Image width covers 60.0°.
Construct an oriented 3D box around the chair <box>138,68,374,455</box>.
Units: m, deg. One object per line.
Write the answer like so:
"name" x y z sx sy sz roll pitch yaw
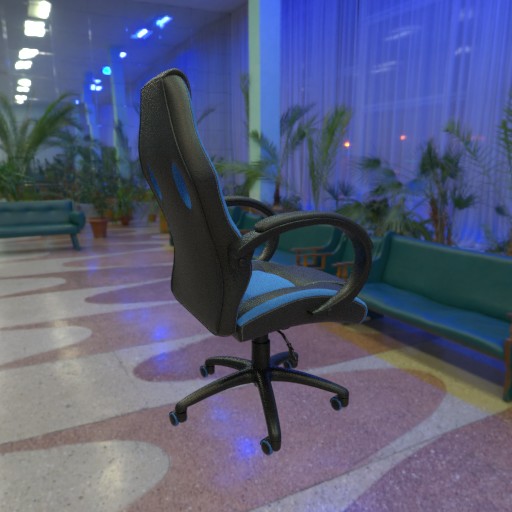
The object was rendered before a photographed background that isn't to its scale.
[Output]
"chair" 0.000 0.000 1.606 0.724 1.187 0.673 -6 14 -26
